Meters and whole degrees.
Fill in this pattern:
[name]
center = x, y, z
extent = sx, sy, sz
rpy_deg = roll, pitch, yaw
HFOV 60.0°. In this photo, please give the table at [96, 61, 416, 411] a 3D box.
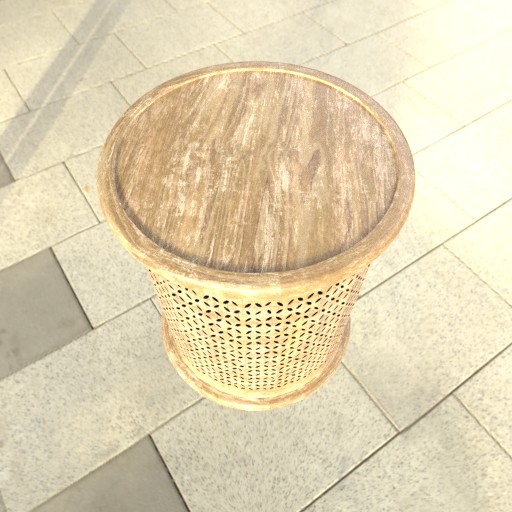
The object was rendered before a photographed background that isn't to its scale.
[table]
center = 0.000, 0.000, 0.769
extent = 0.407, 0.482, 0.407
rpy_deg = 0, 57, 0
